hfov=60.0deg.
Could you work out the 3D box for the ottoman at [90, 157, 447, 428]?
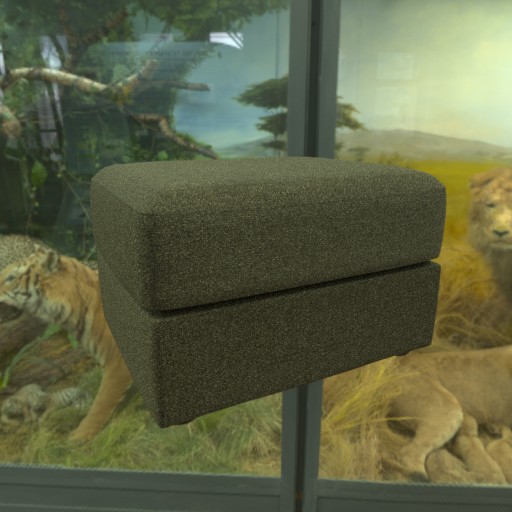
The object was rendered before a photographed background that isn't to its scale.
[{"bbox_3d":[0.000,0.000,1.145,0.742,0.476,0.598,-8,18,-27],"label":"ottoman"}]
